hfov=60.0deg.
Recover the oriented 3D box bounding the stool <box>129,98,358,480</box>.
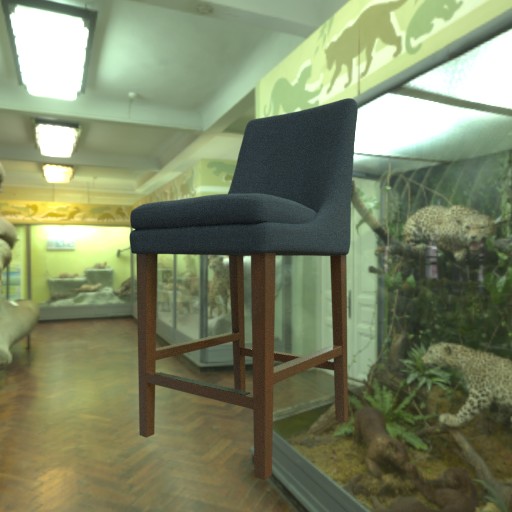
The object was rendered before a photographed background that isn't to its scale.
[{"bbox_3d":[0.000,0.000,1.297,0.470,0.981,0.577,0,0,36],"label":"stool"}]
